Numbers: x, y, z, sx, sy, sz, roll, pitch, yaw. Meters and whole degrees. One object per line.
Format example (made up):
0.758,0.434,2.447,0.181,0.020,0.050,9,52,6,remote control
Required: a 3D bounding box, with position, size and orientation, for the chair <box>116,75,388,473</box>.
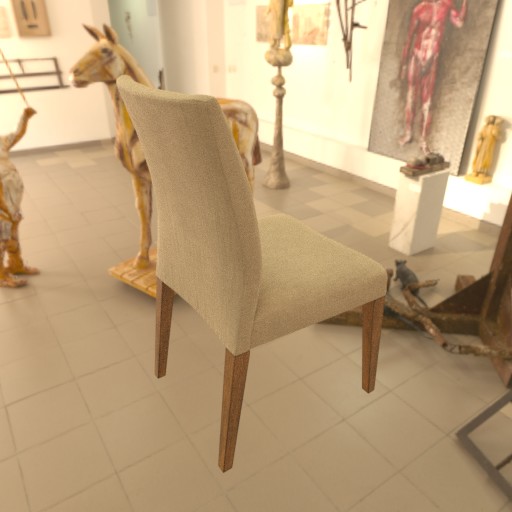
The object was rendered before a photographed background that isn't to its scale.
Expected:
0.000,0.000,1.240,0.585,0.940,0.496,-18,33,-30,chair
